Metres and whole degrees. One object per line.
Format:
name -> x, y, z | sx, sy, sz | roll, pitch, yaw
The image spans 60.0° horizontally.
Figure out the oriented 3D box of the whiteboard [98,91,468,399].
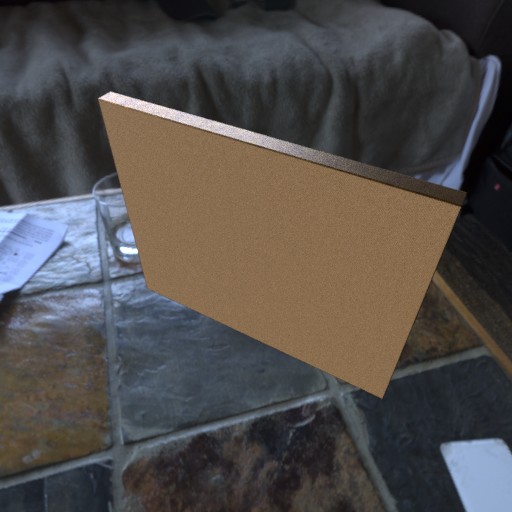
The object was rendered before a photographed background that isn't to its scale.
whiteboard -> 0.000, 0.000, 0.777 | 0.561, 0.457, 0.029 | 22, 48, 20
